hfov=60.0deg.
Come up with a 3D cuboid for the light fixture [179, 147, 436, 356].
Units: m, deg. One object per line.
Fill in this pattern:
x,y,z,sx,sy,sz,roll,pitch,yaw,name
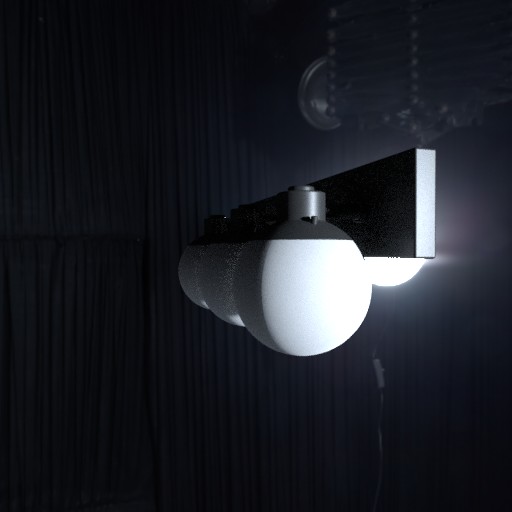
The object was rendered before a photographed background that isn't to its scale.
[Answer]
0.000,0.000,0.840,0.218,0.263,0.721,0,1,-18,light fixture
